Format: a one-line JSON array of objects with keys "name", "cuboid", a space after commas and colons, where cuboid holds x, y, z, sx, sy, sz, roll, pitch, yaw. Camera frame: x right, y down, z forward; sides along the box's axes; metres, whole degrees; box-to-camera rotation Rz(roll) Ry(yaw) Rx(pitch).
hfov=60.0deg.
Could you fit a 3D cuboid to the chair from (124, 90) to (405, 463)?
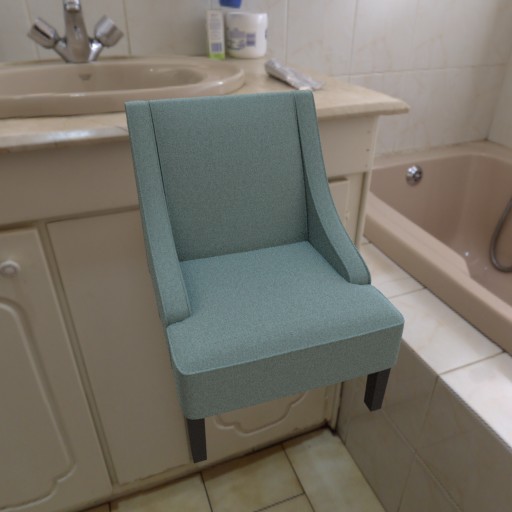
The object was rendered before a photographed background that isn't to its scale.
[{"name": "chair", "cuboid": [0.000, 0.000, 1.876, 0.857, 1.133, 1.025, -10, 32, -16]}]
